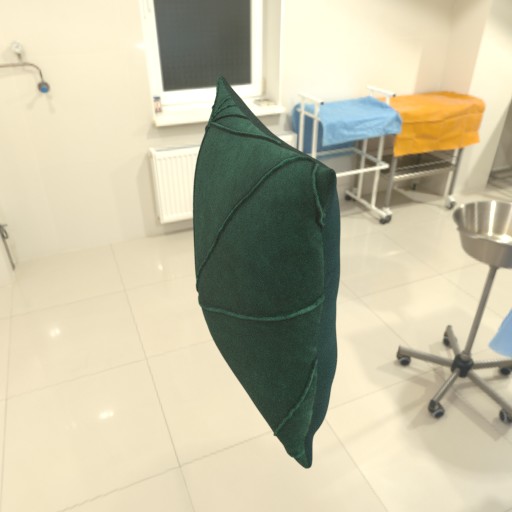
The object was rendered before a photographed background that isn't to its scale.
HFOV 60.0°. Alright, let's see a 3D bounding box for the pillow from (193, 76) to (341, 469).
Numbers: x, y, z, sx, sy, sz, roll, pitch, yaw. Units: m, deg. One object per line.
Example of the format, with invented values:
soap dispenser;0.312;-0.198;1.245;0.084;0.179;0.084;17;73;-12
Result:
pillow;0.000;0.000;0.664;0.184;0.440;0.439;-9;33;-14
